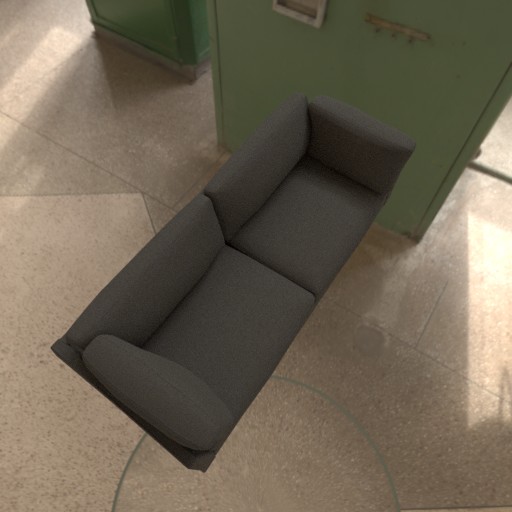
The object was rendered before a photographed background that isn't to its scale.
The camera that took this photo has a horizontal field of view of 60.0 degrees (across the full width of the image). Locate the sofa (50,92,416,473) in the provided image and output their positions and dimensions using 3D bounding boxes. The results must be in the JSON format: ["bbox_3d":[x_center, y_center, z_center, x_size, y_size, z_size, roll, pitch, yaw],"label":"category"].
[{"bbox_3d":[0.000,0.000,2.714,0.969,0.792,2.312,30,64,17],"label":"sofa"}]
